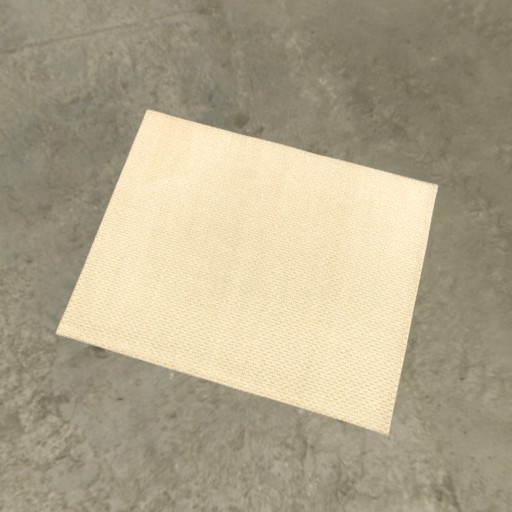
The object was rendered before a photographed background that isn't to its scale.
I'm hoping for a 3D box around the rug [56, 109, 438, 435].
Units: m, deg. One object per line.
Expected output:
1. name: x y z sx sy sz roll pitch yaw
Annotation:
1. rug: 0.000 0.000 3.958 2.897 0.035 2.277 16 75 4
